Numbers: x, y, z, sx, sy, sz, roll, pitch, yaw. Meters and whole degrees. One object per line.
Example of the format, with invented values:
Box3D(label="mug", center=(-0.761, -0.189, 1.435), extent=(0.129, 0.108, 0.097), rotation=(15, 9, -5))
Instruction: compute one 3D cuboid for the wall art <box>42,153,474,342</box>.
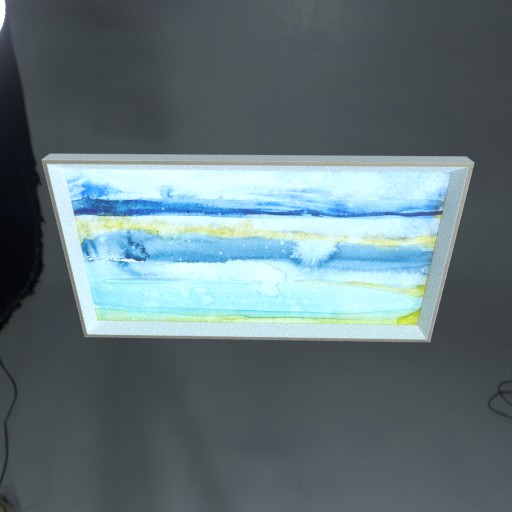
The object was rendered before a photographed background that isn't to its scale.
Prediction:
Box3D(label="wall art", center=(0.000, 0.000, 0.954), extent=(0.812, 0.431, 0.038), rotation=(1, 29, 1))
